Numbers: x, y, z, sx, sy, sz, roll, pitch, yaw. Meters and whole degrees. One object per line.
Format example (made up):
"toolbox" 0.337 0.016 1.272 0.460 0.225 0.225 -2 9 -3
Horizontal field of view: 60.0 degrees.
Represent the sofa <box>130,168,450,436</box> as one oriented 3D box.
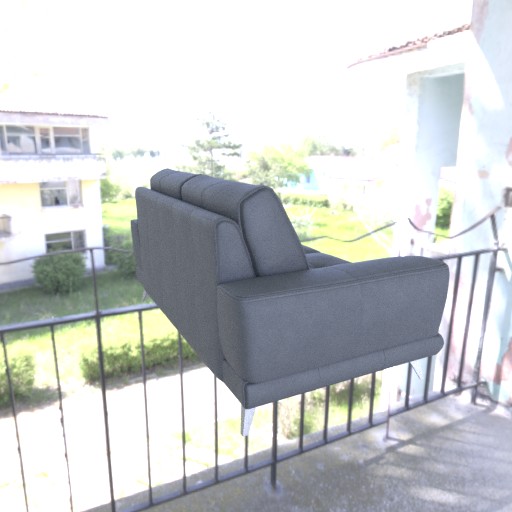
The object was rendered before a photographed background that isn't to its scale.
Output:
"sofa" 0.000 0.000 2.445 1.018 0.907 1.806 -7 16 -26
